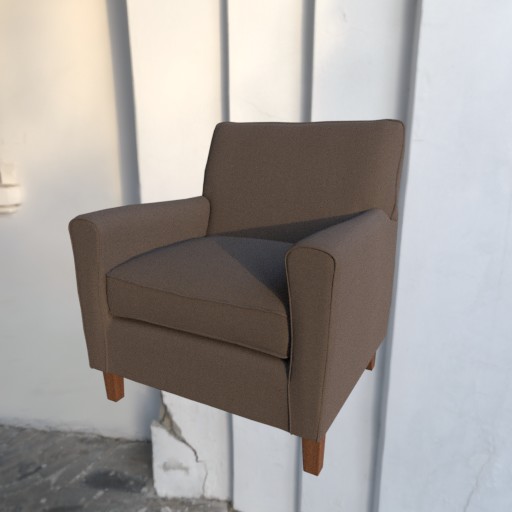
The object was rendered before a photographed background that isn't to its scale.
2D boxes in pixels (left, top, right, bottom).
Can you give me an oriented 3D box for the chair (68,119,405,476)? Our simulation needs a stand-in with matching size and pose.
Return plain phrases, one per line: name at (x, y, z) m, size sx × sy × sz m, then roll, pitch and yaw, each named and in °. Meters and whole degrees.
chair at (0.000, 0.000, 1.521) m, size 0.836 × 0.911 × 0.831 m, roll 8°, pitch 17°, yaw 27°
